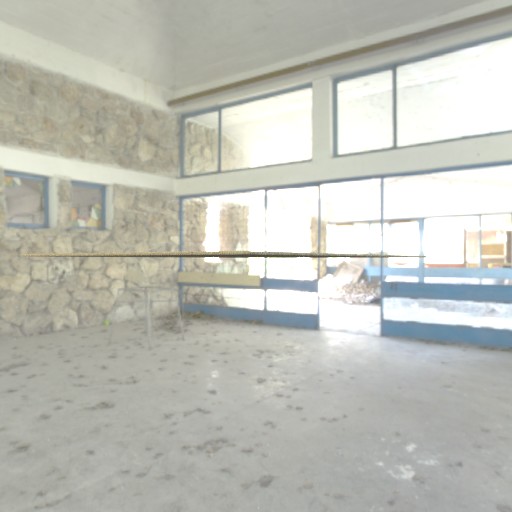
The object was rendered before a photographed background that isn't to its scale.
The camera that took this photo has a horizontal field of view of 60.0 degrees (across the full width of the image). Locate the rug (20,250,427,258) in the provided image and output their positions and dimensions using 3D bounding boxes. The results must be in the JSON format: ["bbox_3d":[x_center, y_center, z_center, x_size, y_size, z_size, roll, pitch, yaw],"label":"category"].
[{"bbox_3d":[0.000,0.000,2.311,1.240,0.010,1.824,0,-1,36],"label":"rug"}]
